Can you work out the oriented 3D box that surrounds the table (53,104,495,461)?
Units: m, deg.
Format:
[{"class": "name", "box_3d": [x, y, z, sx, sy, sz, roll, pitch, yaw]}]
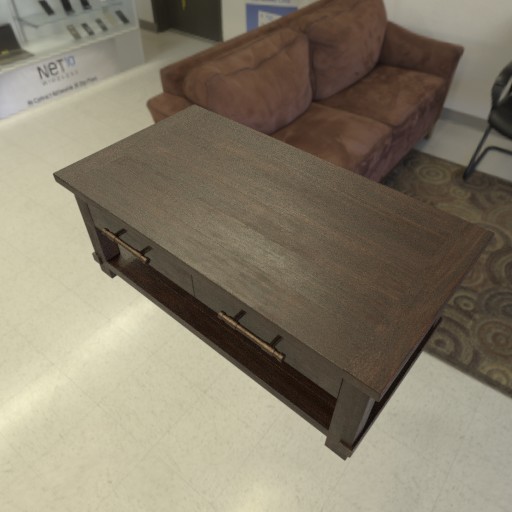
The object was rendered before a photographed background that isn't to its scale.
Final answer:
[{"class": "table", "box_3d": [0.000, 0.000, 1.586, 1.270, 0.494, 0.700, 31, 53, 27]}]
